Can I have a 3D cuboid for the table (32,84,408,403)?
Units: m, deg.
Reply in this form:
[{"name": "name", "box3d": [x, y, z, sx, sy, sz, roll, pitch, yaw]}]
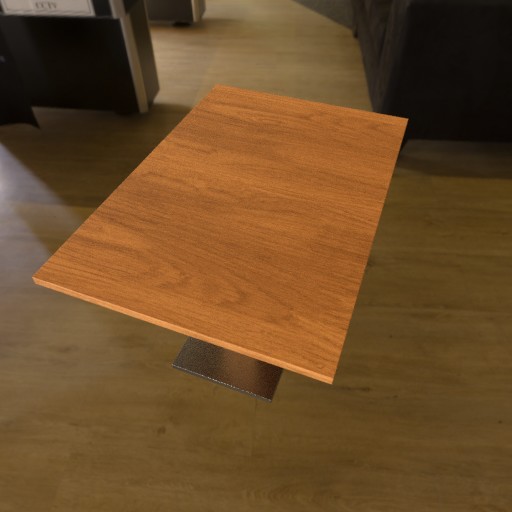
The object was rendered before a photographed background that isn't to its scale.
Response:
[{"name": "table", "box3d": [0.000, 0.000, 1.876, 0.900, 0.770, 1.300, 16, 49, 14]}]
